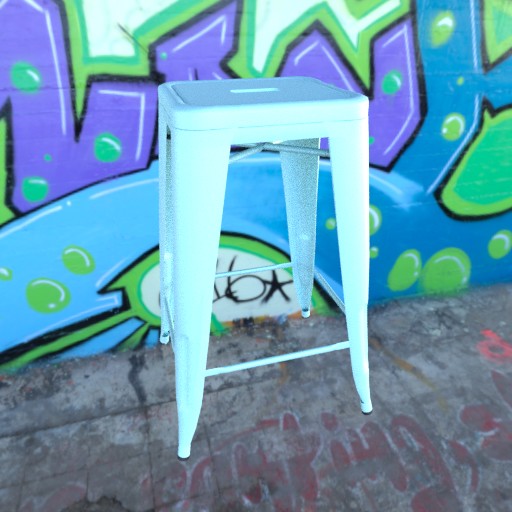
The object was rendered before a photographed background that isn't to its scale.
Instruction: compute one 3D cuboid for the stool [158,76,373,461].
[{"bbox_3d":[0.000,0.000,0.852,0.399,0.609,0.359,-8,30,-14],"label":"stool"}]
